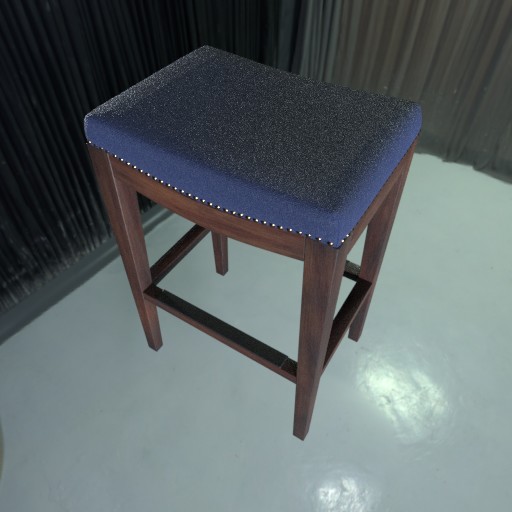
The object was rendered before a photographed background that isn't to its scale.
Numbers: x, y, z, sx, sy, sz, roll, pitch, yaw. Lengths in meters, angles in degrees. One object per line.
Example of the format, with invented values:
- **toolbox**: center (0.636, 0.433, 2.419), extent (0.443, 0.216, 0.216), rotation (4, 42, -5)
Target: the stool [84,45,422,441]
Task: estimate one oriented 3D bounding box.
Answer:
- **stool**: center (0.000, 0.000, 1.010), extent (0.498, 0.740, 0.358), rotation (25, 52, 21)
